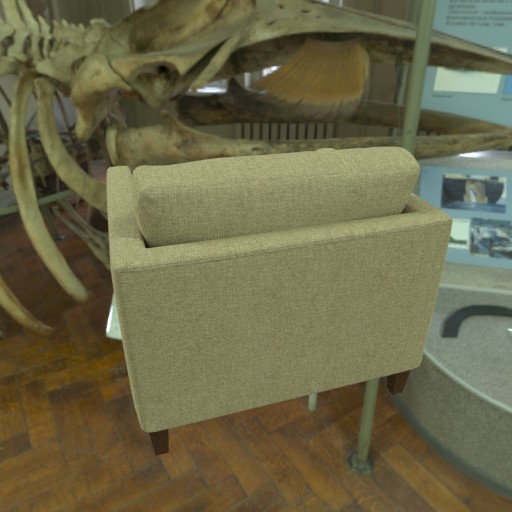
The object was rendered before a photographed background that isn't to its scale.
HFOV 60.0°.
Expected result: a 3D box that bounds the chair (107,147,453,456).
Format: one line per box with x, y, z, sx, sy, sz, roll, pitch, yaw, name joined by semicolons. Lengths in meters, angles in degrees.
0.000;0.000;1.826;1.107;0.987;0.959;-9;30;-15;chair
